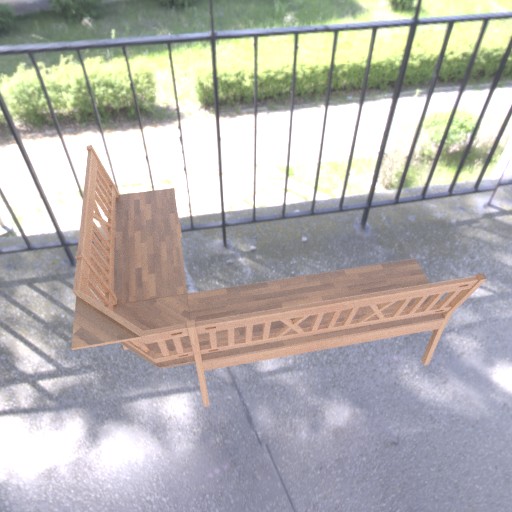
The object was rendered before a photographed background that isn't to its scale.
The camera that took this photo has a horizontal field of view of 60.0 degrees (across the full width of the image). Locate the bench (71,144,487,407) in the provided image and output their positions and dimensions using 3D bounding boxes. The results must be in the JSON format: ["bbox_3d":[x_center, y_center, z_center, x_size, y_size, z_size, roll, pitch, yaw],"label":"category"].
[{"bbox_3d":[0.000,0.000,2.820,1.937,0.902,1.537,-8,48,-8],"label":"bench"}]
